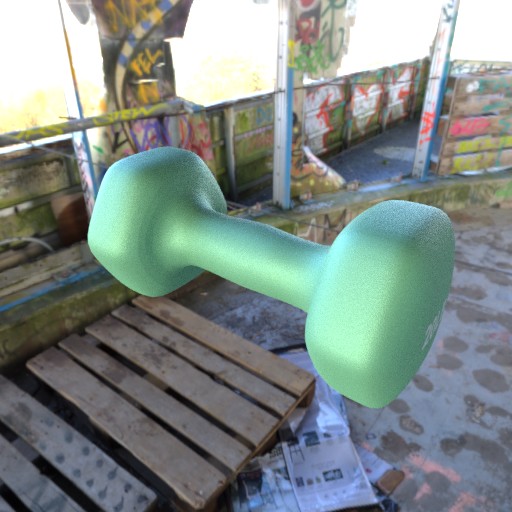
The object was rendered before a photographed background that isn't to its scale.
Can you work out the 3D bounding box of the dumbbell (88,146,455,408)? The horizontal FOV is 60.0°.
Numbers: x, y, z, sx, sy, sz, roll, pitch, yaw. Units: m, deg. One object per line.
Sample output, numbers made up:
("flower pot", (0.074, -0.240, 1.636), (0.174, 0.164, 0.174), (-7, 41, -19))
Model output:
("dumbbell", (0.000, 0.000, 0.323), (0.260, 0.117, 0.129), (20, 35, 32))
